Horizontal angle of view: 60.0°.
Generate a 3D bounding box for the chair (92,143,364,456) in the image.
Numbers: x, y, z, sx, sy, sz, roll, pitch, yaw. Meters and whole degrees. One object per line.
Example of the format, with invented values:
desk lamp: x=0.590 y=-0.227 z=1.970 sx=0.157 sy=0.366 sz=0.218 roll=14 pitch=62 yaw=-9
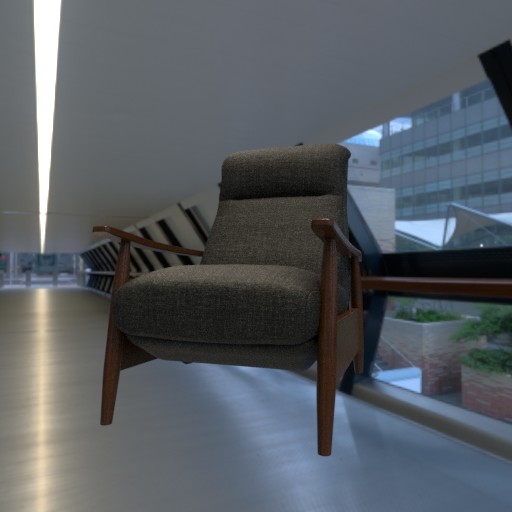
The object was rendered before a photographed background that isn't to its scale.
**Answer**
chair: x=0.000 y=0.000 z=1.753 sx=0.762 sy=1.082 sz=1.014 roll=0 pitch=-1 yaw=19
